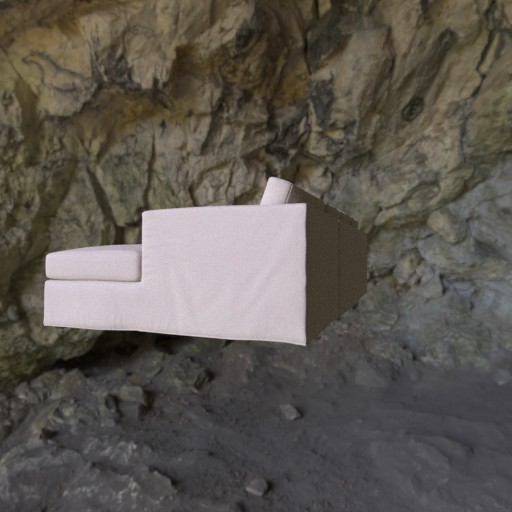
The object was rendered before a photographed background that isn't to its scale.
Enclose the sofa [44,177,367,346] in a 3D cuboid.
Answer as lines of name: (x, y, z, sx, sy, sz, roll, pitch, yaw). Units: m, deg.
sofa: (0.000, 0.000, 3.867, 1.622, 0.871, 3.206, 0, 0, 19)
